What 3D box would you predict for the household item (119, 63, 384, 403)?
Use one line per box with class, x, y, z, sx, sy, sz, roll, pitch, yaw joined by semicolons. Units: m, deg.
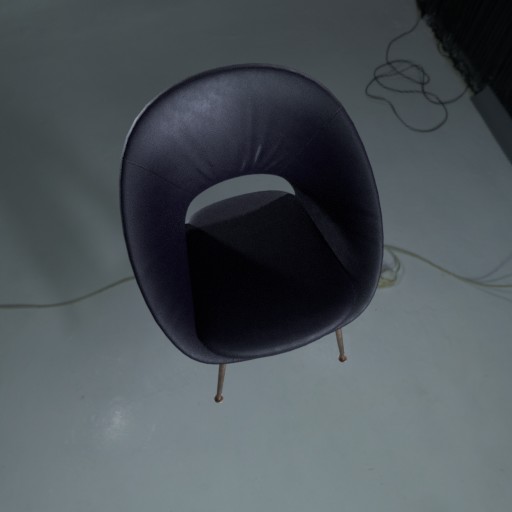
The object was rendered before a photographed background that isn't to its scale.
household item;0.000;0.000;1.249;0.623;0.852;0.573;-16;64;-8
